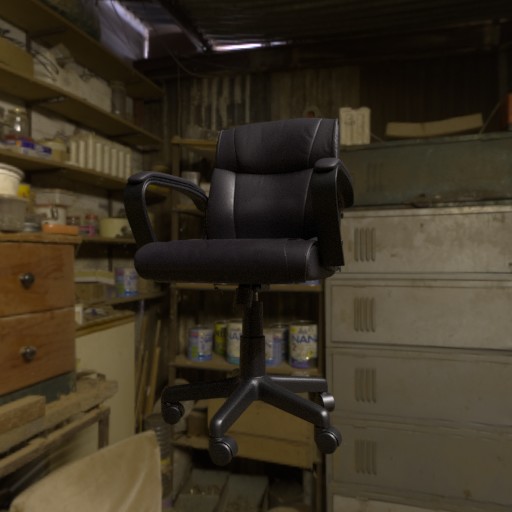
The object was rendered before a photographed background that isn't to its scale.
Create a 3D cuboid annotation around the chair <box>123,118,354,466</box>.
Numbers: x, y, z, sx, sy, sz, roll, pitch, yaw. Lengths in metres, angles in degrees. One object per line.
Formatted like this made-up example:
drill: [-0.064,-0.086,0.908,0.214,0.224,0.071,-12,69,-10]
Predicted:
chair: [0.000,0.000,1.356,0.576,0.998,0.641,0,-1,18]
